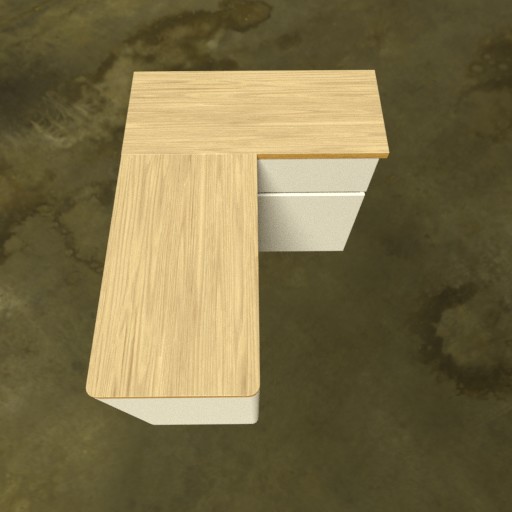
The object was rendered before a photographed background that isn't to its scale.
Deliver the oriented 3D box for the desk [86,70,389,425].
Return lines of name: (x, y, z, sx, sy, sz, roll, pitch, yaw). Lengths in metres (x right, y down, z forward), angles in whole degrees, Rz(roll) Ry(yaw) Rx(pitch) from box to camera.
desk: (0.000, 0.000, 1.741, 0.900, 0.760, 1.170, -1, 64, 0)
